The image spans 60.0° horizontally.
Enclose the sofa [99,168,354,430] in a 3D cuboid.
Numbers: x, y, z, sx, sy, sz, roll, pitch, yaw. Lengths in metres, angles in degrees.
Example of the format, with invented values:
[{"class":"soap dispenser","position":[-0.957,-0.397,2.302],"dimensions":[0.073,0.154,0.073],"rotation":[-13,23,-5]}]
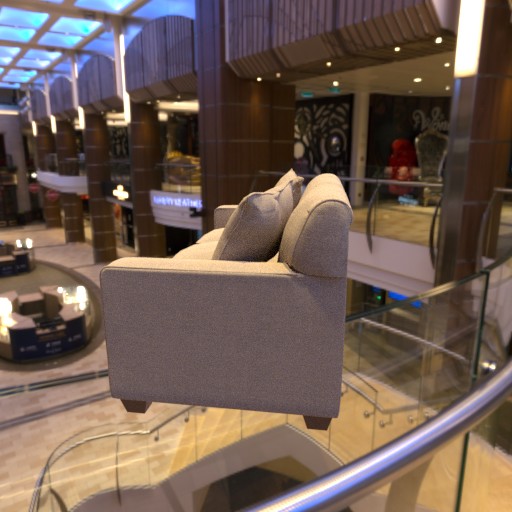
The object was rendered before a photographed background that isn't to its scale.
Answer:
[{"class":"sofa","position":[0.000,0.000,2.638],"dimensions":[0.997,0.958,2.024],"rotation":[2,14,9]}]
